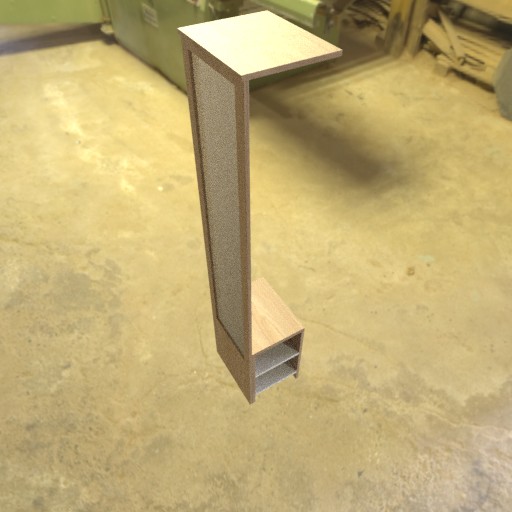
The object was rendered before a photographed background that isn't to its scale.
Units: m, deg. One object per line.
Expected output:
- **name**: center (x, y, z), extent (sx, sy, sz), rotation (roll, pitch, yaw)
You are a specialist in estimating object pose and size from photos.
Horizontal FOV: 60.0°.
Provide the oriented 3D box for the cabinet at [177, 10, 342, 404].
- **cabinet**: center (0.000, 0.000, 2.012), extent (0.338, 1.879, 0.411), rotation (-23, 50, -21)
